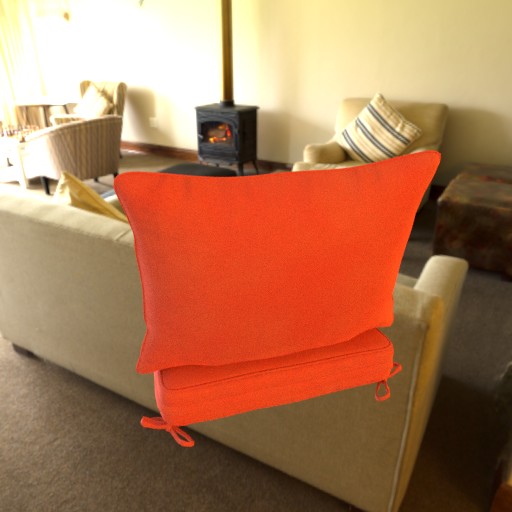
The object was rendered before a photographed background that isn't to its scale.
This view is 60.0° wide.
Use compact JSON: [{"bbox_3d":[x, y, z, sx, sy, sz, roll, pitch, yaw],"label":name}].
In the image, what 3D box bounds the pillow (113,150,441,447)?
[{"bbox_3d":[0.000,0.000,1.367,0.798,0.725,0.733,-7,27,-15],"label":"pillow"}]
